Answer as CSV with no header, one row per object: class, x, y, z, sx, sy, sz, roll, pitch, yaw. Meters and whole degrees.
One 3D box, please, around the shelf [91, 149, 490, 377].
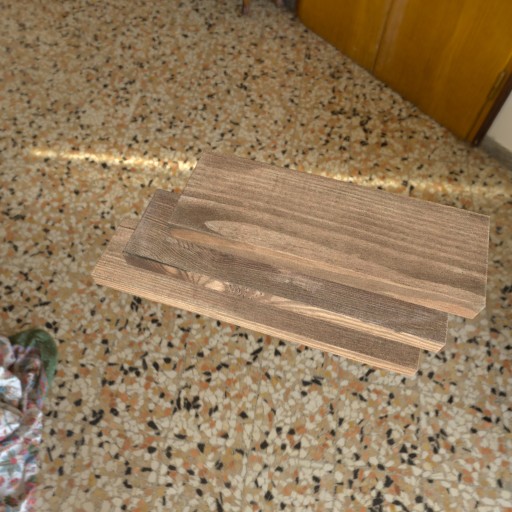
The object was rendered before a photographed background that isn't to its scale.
shelf,0.000,0.000,0.728,0.610,0.293,0.140,15,60,9
